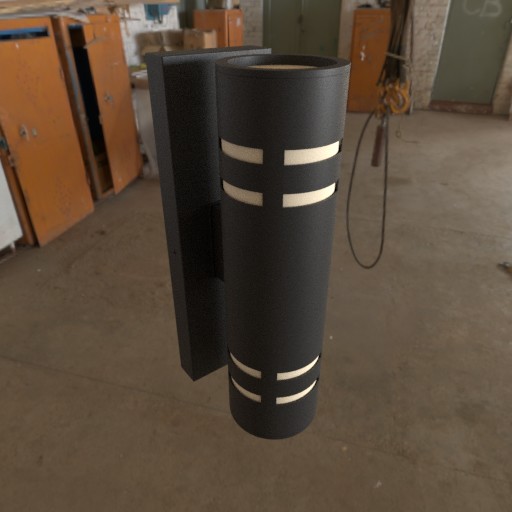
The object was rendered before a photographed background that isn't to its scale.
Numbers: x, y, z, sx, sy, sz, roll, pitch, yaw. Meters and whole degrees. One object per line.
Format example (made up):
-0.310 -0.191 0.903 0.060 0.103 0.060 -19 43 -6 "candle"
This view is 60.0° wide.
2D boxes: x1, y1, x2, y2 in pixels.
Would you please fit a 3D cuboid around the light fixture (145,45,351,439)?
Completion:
0.000 0.000 0.401 0.105 0.330 0.149 -21 36 -31 "light fixture"
